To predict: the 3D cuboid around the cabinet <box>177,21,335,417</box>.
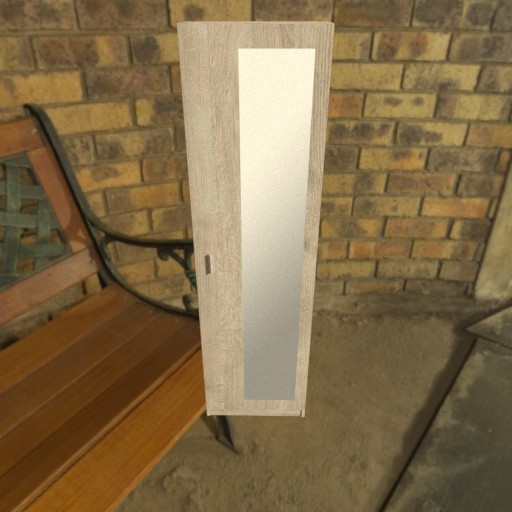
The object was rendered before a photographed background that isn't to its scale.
[{"bbox_3d":[0.000,0.000,1.919,0.500,1.790,0.230,0,29,1],"label":"cabinet"}]
